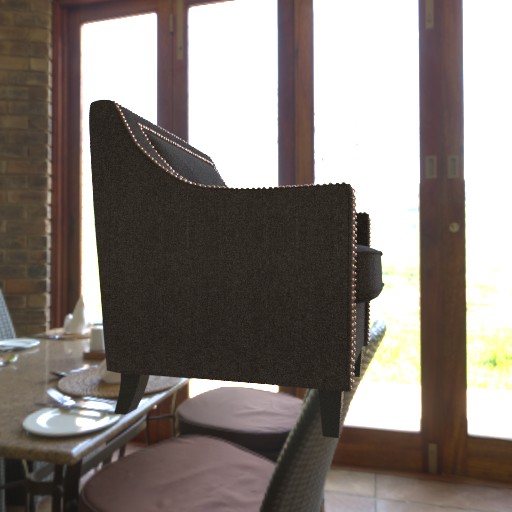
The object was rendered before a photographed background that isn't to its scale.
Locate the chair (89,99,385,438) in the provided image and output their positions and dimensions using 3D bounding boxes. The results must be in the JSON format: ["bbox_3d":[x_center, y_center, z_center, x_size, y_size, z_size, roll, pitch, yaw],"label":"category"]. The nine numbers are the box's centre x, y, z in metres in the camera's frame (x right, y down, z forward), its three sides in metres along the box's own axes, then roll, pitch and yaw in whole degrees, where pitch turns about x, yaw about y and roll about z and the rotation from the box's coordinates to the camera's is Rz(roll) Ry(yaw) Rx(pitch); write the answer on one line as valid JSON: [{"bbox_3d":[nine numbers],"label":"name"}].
[{"bbox_3d":[0.000,0.000,1.597,0.884,0.967,0.776,0,-1,18],"label":"chair"}]
